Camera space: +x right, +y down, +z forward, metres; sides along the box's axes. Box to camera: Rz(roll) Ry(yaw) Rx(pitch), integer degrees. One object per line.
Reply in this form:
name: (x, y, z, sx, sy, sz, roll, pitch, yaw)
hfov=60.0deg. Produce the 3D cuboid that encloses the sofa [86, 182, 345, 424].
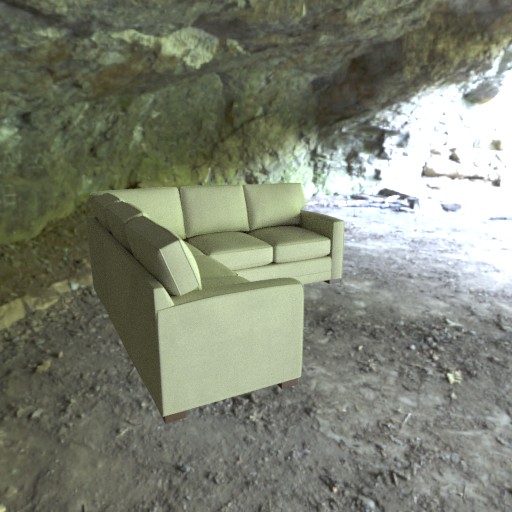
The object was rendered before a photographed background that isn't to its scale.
sofa: (0.000, 0.000, 3.466, 2.189, 0.939, 2.182, -8, 17, -27)
